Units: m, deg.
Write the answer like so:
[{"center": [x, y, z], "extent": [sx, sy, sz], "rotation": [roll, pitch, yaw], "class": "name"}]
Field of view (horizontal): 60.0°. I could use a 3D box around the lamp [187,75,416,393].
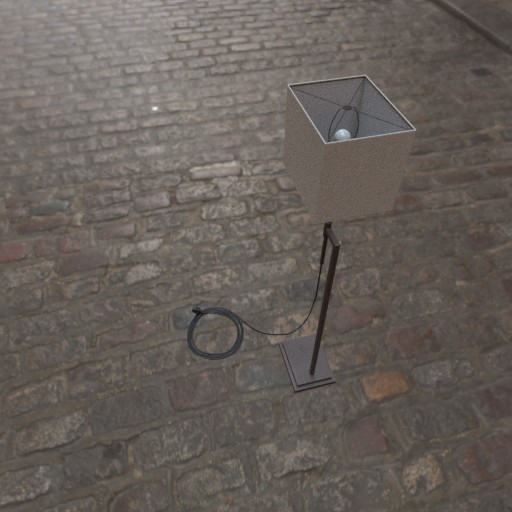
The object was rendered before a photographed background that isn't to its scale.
[{"center": [0.000, 0.000, 2.026], "extent": [0.774, 1.600, 0.698], "rotation": [-11, 48, -10], "class": "lamp"}]
